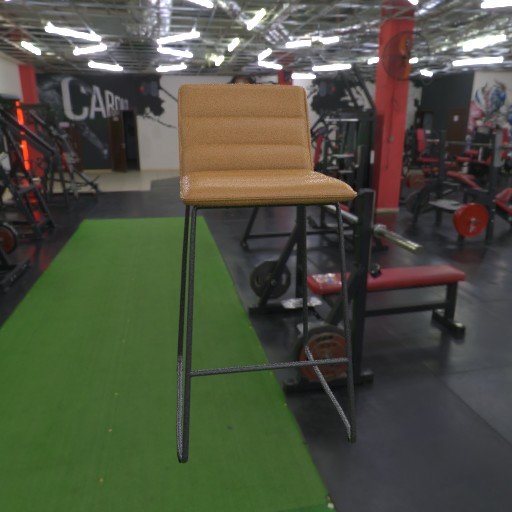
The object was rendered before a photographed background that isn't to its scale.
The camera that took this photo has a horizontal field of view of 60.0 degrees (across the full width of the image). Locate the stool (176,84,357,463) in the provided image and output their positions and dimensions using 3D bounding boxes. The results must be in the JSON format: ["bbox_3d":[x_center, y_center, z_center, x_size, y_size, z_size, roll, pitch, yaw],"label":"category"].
[{"bbox_3d":[0.000,0.000,1.242,0.489,0.936,0.524,-3,17,-9],"label":"stool"}]
